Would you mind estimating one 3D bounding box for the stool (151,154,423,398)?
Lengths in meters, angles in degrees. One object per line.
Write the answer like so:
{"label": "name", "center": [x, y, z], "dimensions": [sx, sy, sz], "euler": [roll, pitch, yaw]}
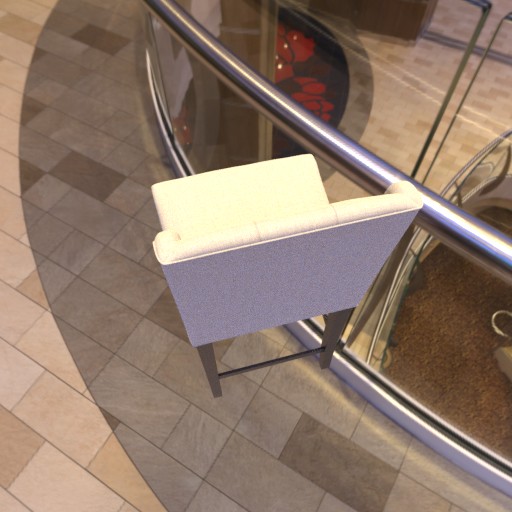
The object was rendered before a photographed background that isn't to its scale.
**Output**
{"label": "stool", "center": [0.000, 0.000, 1.198], "dimensions": [0.474, 0.939, 0.509], "euler": [-13, 59, -8]}
